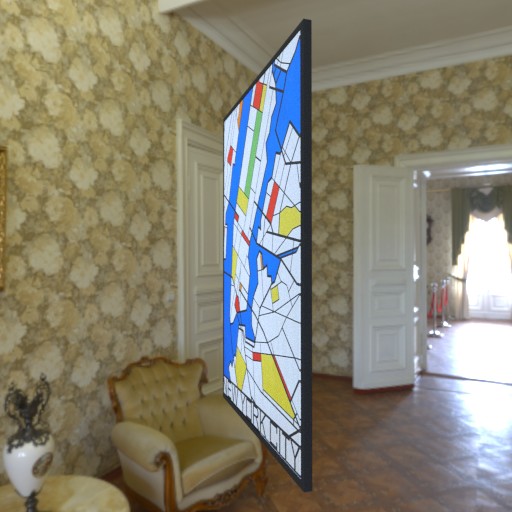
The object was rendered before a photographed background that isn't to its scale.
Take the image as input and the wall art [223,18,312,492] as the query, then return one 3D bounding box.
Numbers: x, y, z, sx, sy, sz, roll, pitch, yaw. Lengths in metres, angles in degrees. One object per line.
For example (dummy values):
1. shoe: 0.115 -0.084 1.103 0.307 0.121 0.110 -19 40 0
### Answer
1. wall art: 0.000 0.000 0.837 0.013 0.660 0.460 0 -1 -18
